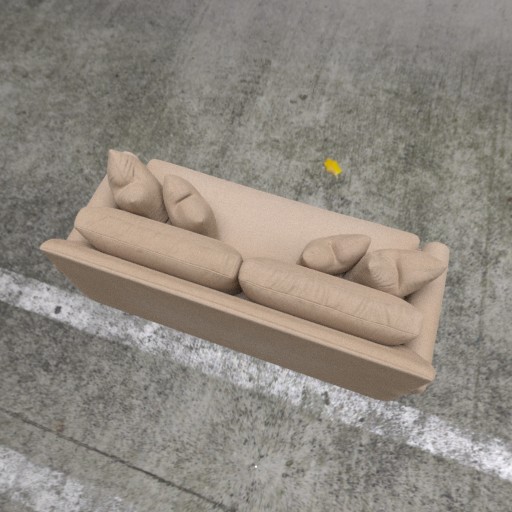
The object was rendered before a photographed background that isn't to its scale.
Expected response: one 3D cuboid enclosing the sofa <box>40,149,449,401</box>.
[{"bbox_3d":[0.000,0.000,2.803,2.285,0.904,1.067,17,66,8],"label":"sofa"}]
